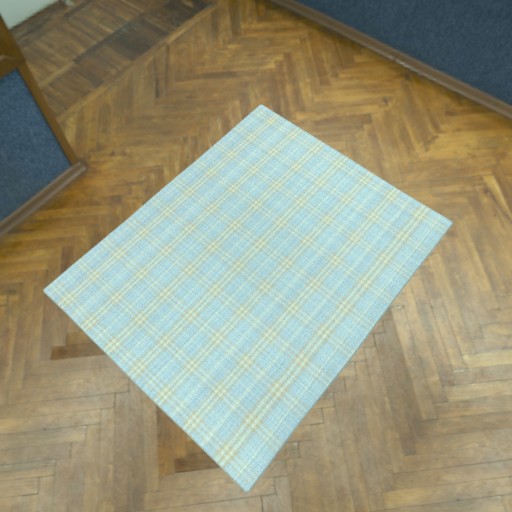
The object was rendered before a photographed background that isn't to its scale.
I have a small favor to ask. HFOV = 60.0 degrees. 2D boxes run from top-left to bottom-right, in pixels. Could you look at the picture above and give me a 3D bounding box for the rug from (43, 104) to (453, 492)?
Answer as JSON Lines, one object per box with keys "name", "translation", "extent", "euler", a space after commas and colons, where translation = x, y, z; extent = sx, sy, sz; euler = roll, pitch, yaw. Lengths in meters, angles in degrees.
{"name": "rug", "translation": [0.000, 0.000, 4.145], "extent": [2.462, 0.030, 3.066], "euler": [37, 68, 18]}
